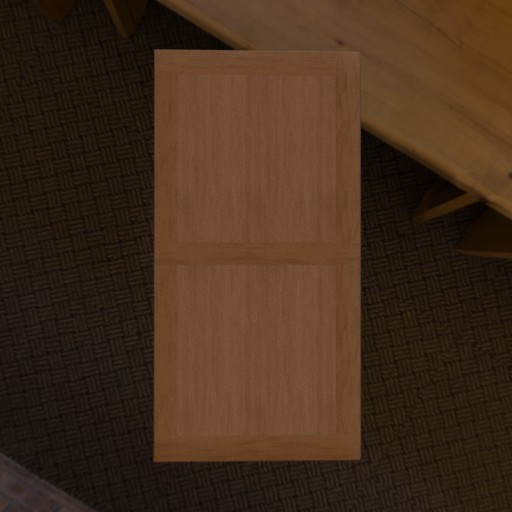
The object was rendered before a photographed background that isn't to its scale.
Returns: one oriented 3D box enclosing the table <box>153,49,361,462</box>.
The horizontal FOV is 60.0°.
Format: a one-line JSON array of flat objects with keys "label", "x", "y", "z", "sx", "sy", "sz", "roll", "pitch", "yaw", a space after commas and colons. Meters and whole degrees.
[{"label": "table", "x": 0.000, "y": 0.000, "z": 2.514, "sx": 1.000, "sy": 0.762, "sz": 1.982, "roll": 0, "pitch": 90, "yaw": -1}]
